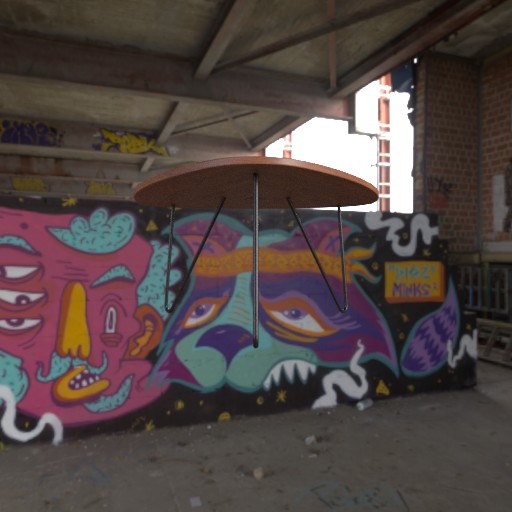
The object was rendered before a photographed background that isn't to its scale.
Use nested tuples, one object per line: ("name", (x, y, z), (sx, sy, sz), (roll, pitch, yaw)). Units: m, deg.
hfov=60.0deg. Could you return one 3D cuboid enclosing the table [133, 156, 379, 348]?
("table", (0.000, 0.000, 1.327), (0.833, 0.413, 0.821), (0, 0, 0))
